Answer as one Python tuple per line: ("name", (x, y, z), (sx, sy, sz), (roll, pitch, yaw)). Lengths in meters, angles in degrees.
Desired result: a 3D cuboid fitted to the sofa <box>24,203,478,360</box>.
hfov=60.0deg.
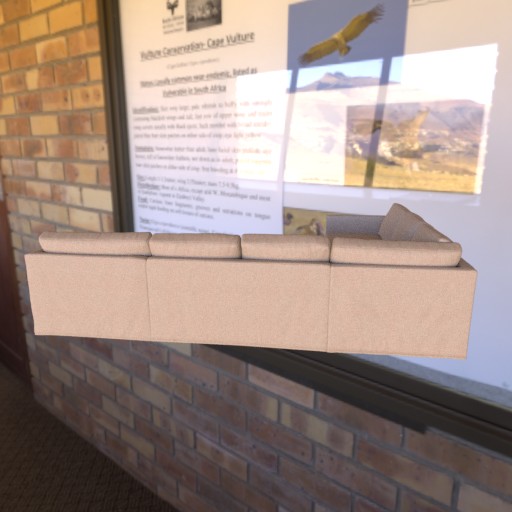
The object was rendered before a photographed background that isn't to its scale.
("sofa", (0.000, 0.000, 4.522), (3.460, 0.882, 2.427), (2, 14, 7))
